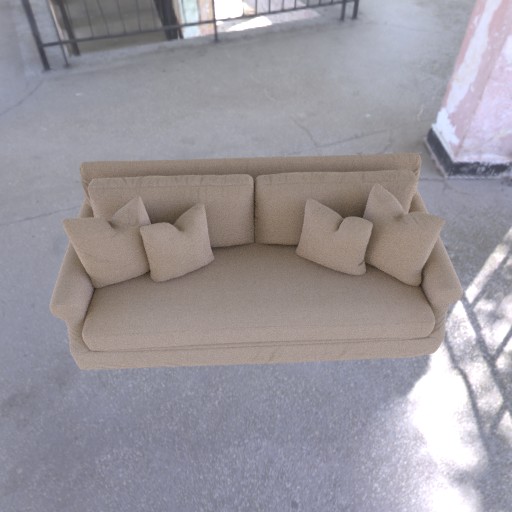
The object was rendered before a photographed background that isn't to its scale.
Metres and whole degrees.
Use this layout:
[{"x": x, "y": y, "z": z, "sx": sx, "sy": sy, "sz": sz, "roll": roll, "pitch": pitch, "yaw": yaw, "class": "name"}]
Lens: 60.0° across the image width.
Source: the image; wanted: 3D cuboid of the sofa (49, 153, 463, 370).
[{"x": 0.000, "y": 0.000, "z": 2.737, "sx": 2.285, "sy": 0.904, "sz": 1.067, "roll": -2, "pitch": 47, "yaw": -2, "class": "sofa"}]
